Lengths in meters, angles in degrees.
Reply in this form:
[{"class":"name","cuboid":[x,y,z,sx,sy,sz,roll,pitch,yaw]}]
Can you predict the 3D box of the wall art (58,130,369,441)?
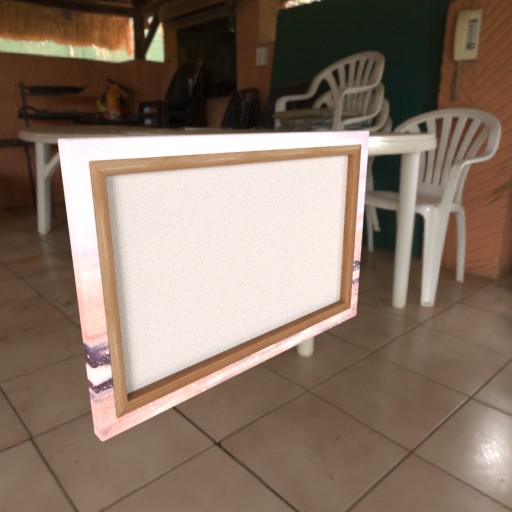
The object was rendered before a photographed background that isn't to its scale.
[{"class":"wall art","cuboid":[0.000,0.000,1.143,0.913,0.609,0.038,-15,23,-41]}]
